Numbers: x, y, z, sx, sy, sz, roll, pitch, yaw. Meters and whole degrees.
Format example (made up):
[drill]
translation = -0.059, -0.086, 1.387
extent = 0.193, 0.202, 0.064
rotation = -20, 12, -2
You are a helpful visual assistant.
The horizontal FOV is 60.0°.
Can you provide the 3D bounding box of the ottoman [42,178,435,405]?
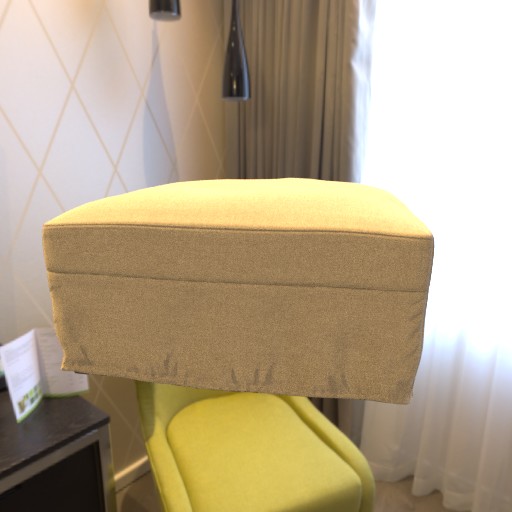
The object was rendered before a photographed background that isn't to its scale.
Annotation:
[ottoman]
translation = 0.000, 0.000, 1.319
extent = 0.843, 0.436, 0.840
rotation = 2, 14, 10
